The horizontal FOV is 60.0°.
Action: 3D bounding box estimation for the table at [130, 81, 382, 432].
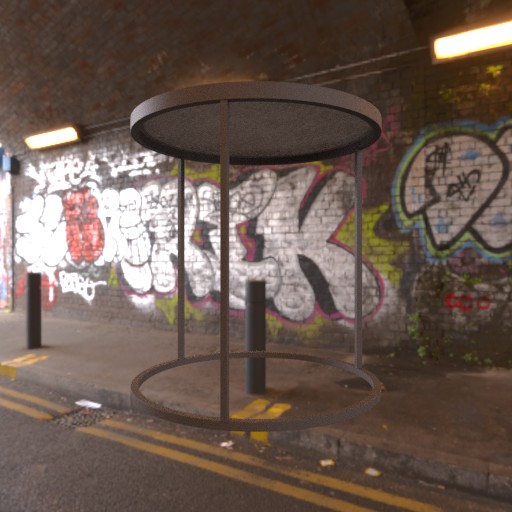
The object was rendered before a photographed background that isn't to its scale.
[{"bbox_3d":[0.000,0.000,0.863,0.470,0.498,0.470,0,0,0],"label":"table"}]
